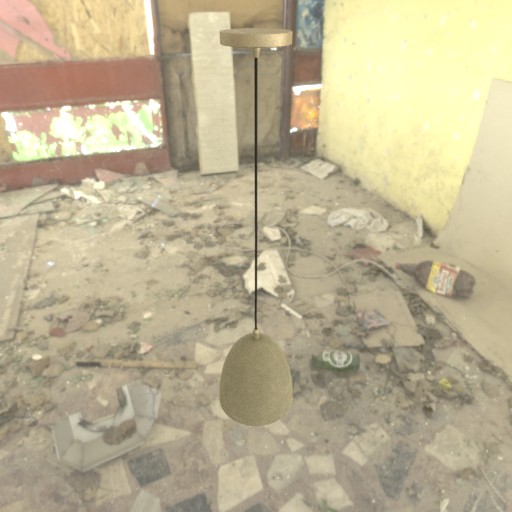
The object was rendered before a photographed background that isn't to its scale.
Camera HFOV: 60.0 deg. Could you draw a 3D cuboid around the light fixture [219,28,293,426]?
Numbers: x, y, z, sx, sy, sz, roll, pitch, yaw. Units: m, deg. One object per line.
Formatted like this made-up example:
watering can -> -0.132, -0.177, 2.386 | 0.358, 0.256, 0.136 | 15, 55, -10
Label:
light fixture -> 0.000, 0.000, 0.836 | 0.170, 0.759, 0.170 | 0, 31, 0
